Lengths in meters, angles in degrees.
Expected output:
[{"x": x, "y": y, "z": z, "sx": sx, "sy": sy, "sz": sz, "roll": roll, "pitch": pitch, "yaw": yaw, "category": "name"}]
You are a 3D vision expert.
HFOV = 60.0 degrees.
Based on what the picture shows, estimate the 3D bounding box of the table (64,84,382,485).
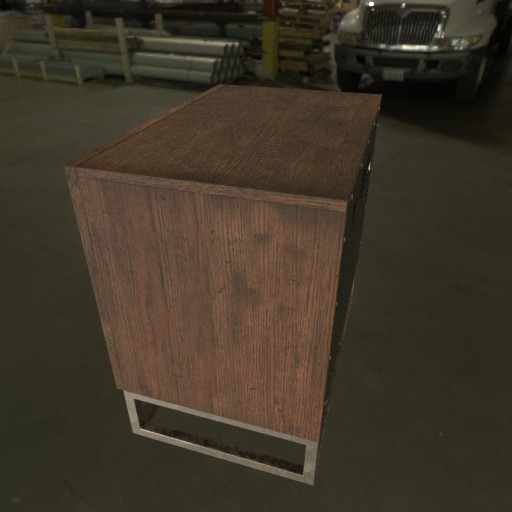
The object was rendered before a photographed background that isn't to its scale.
[{"x": 0.000, "y": 0.000, "z": 1.236, "sx": 0.542, "sy": 0.746, "sz": 0.767, "roll": 9, "pitch": 33, "yaw": 15, "category": "table"}]
